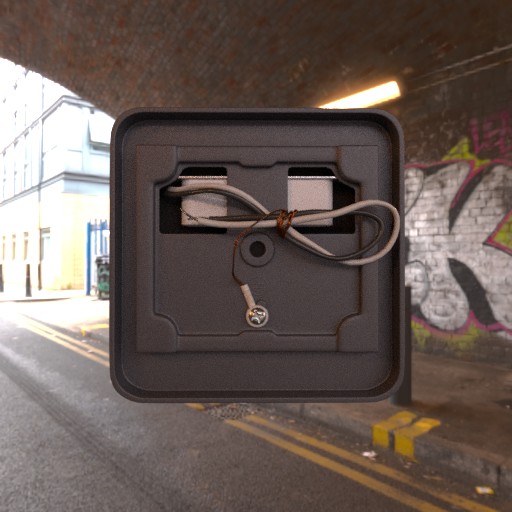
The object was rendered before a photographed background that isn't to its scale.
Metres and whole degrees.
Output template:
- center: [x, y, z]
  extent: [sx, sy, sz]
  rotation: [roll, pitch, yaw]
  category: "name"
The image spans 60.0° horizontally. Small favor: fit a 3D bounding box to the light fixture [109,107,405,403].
- center: [0.000, 0.000, 0.221]
  extent: [0.109, 0.109, 0.132]
  rotation: [0, 0, -1]
  category: "light fixture"
